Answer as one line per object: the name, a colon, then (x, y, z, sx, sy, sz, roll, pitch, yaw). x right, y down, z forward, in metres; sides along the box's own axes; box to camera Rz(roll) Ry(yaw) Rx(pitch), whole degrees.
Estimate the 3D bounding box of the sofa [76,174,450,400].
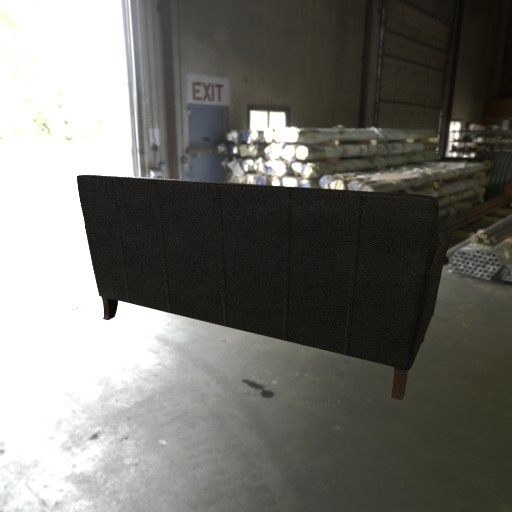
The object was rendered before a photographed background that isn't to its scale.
sofa: (0.000, 0.000, 2.648, 2.053, 0.947, 0.805, 8, 18, 27)
